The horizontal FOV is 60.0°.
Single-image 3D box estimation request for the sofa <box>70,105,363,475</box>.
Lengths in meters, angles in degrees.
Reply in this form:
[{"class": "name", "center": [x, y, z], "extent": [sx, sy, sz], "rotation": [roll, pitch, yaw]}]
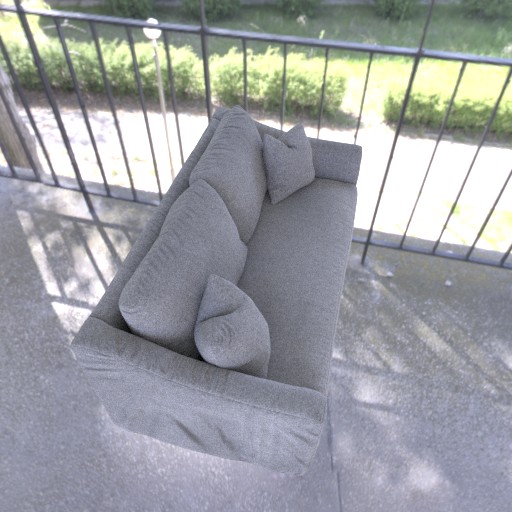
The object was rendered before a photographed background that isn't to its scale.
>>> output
[{"class": "sofa", "center": [0.000, 0.000, 2.587], "extent": [1.072, 1.018, 2.010], "rotation": [10, 47, 9]}]
